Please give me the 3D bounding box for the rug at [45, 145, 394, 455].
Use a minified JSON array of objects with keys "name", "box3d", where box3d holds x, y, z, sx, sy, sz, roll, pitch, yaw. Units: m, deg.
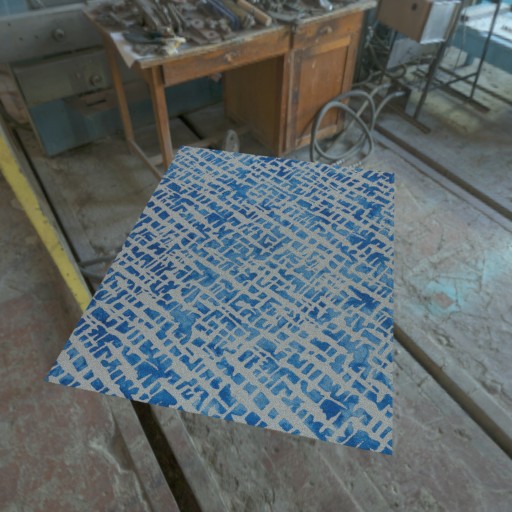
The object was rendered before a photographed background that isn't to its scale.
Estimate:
[{"name":"rug","box3d":[0.000,0.000,3.979,2.435,0.007,3.007,9,48,8]}]
